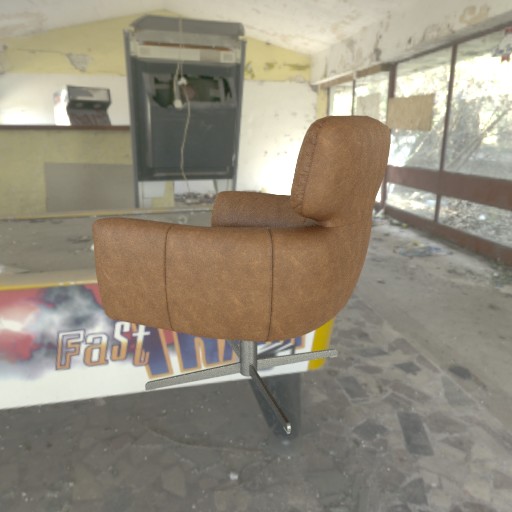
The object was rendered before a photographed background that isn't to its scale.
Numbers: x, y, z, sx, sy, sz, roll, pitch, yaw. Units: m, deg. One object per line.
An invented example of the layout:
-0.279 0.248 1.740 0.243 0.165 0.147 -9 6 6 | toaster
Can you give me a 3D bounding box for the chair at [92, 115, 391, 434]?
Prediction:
0.000 0.000 1.362 0.715 0.812 0.706 7 17 24 | chair
